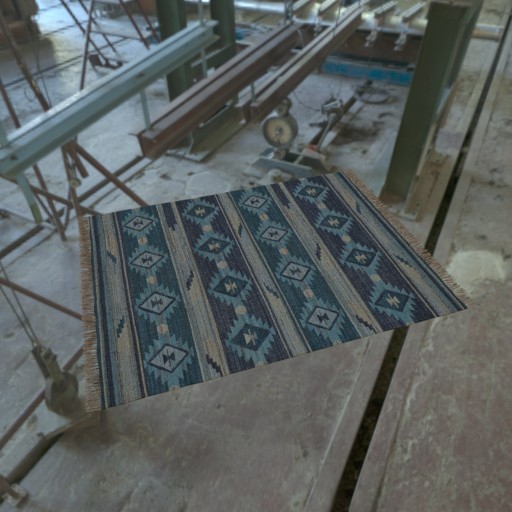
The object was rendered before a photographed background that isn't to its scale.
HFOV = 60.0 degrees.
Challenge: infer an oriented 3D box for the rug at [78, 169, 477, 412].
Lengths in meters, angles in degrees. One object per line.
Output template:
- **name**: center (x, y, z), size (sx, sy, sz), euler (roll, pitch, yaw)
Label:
- **rug**: center (0.000, 0.000, 4.328), size (3.307, 0.047, 2.418), euler (-12, 43, -13)
